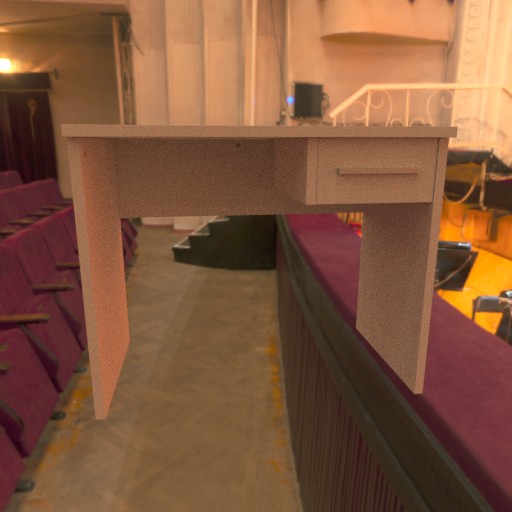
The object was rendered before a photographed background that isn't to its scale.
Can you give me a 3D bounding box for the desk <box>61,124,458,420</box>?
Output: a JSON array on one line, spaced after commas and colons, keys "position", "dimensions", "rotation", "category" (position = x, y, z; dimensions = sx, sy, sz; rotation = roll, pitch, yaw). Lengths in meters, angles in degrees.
[{"position": [0.000, 0.000, 1.322], "dimensions": [0.900, 0.729, 0.498], "rotation": [-2, 15, -8], "category": "desk"}]
